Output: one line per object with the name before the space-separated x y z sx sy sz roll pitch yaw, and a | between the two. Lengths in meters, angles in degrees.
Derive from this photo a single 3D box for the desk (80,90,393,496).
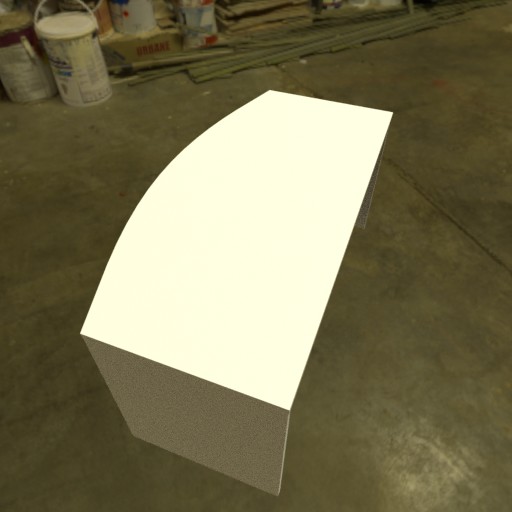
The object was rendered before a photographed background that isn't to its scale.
desk | 0.000 0.000 2.004 0.802 0.750 1.600 16 49 14
